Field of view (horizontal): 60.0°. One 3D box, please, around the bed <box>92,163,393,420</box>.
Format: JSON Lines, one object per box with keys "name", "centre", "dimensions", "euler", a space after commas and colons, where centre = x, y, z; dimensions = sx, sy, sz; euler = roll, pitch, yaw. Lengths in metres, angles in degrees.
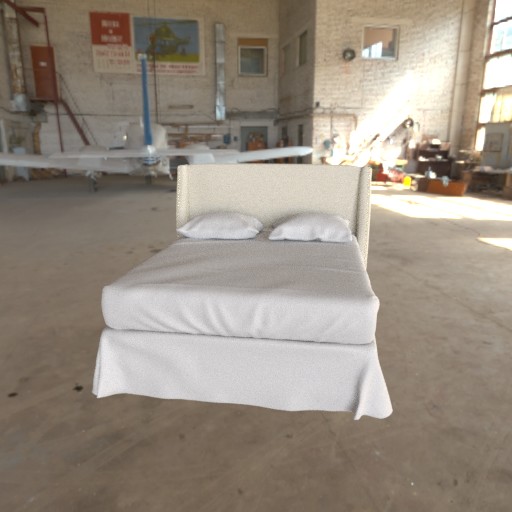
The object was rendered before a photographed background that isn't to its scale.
{"name": "bed", "centre": [0.000, 0.000, 3.520], "dimensions": [1.925, 1.332, 2.276], "euler": [2, 15, 8]}
